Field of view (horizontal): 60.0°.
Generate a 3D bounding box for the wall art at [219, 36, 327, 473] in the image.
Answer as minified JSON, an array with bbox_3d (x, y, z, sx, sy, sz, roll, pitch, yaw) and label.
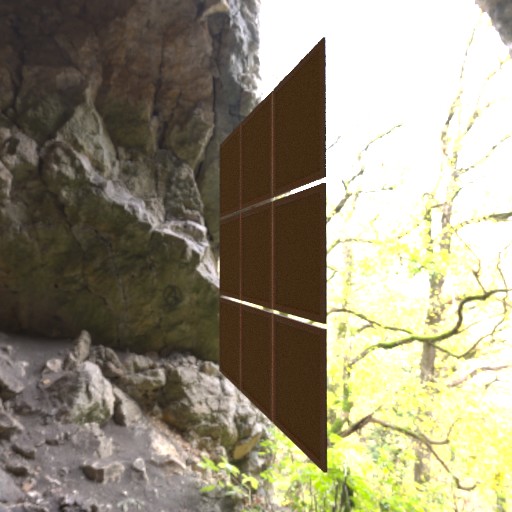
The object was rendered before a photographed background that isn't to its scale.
[{"bbox_3d":[0.000,0.000,2.263,0.013,1.519,1.521,0,-1,-18],"label":"wall art"}]
